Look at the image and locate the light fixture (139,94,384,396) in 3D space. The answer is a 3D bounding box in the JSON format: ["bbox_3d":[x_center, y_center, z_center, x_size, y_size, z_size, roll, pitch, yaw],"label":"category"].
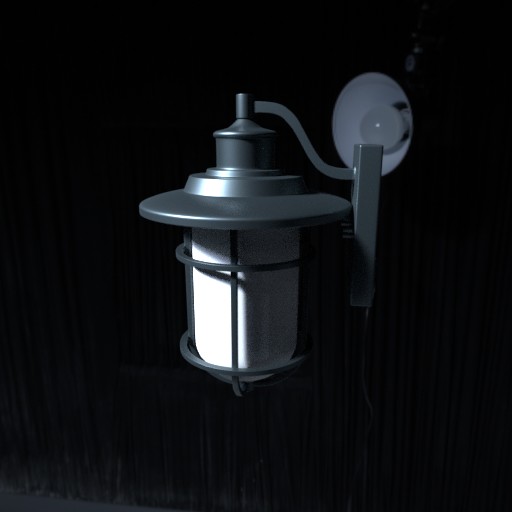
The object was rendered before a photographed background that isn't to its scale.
[{"bbox_3d":[0.000,0.000,0.502,0.252,0.345,0.222,2,15,9],"label":"light fixture"}]
